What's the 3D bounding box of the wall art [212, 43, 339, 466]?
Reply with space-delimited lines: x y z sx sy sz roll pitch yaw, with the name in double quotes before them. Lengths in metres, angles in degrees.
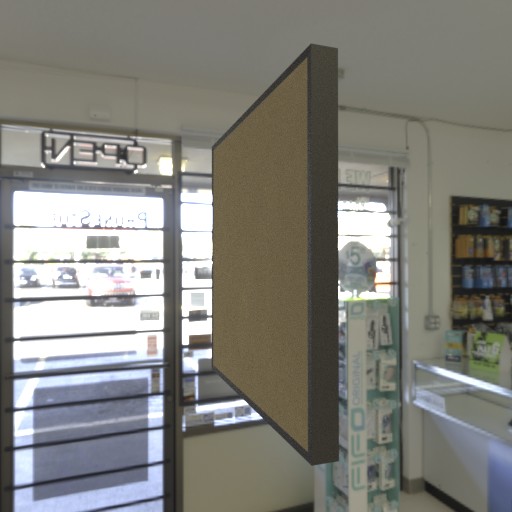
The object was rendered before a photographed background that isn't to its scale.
"wall art" 0.000 0.000 0.778 0.037 0.507 0.509 0 -1 -19
